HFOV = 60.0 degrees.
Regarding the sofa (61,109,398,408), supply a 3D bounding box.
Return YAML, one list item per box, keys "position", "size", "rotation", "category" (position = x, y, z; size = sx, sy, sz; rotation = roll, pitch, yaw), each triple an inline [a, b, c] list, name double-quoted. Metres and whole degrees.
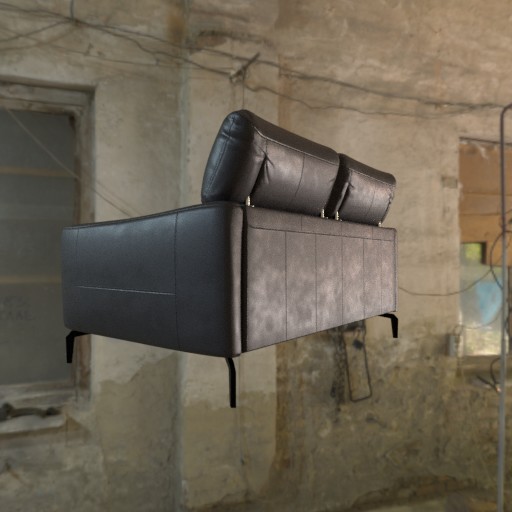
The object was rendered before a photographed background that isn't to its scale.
- position: [0.000, 0.000, 2.182]
  size: [0.958, 0.920, 1.596]
  rotation: [0, 0, 36]
  category: "sofa"
